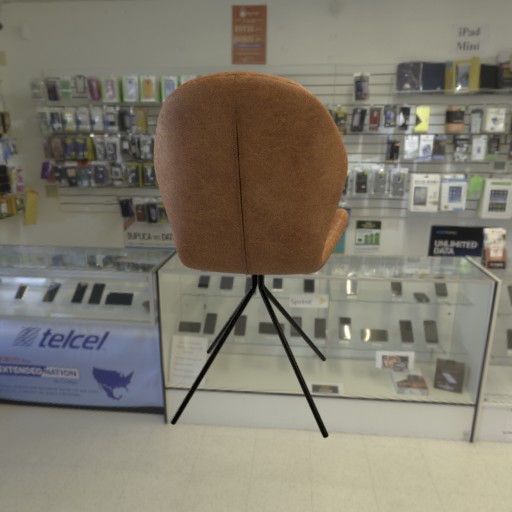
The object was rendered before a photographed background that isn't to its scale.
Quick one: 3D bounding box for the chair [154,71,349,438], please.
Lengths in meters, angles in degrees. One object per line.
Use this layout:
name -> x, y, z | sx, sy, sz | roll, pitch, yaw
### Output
chair -> 0.000, 0.000, 1.292 | 0.527, 0.929, 0.640 | 2, 15, 7
